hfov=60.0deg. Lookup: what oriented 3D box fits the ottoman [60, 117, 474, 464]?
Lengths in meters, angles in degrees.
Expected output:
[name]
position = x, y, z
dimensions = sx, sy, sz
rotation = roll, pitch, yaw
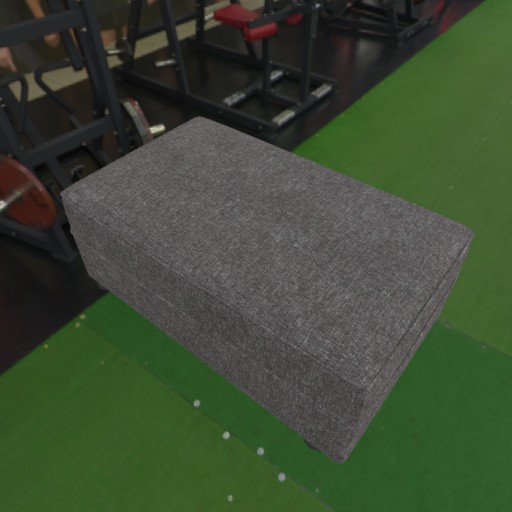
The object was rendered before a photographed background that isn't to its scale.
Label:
[ottoman]
position = 0.000, 0.000, 1.538
dimensions = 1.184, 0.487, 0.717
rotation = 30, 52, 26
